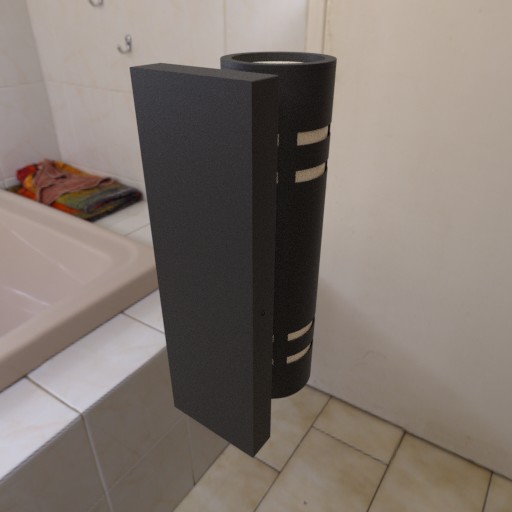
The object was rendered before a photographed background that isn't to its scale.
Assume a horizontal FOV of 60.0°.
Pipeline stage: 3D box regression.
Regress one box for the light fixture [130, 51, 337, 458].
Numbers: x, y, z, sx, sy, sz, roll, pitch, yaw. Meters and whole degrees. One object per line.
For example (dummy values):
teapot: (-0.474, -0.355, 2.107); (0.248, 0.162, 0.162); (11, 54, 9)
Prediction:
light fixture: (0.000, 0.000, 0.408); (0.105, 0.330, 0.149); (20, 36, 31)
